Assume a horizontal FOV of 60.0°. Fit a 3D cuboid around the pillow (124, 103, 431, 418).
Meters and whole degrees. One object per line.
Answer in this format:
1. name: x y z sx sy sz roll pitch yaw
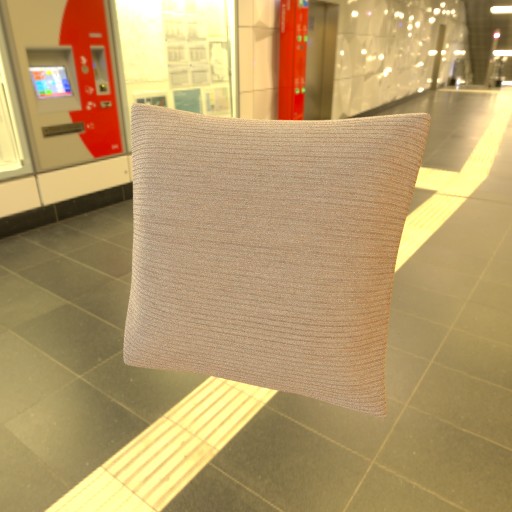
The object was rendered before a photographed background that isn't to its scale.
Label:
1. pillow: 0.000 0.000 0.645 0.424 0.401 0.177 7 26 15
